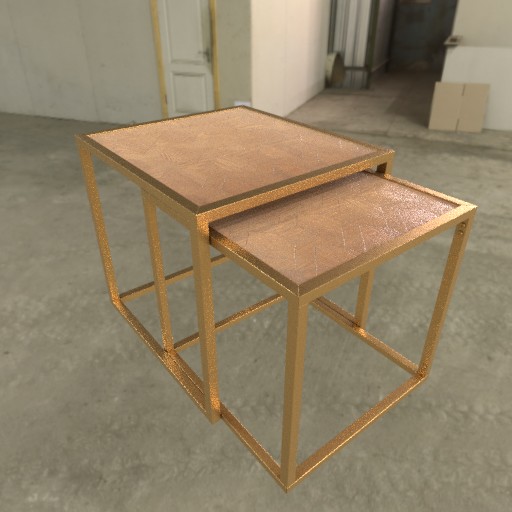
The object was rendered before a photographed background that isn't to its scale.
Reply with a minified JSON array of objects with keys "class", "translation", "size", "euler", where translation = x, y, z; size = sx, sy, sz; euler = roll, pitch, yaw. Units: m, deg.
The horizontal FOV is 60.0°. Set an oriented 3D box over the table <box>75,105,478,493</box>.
[{"class":"table","translation":[0.000,0.000,1.068],"size":[0.505,0.505,0.762],"euler":[-23,38,-32]}]
